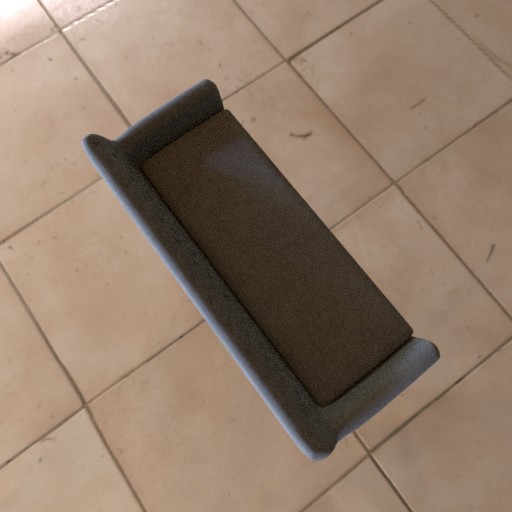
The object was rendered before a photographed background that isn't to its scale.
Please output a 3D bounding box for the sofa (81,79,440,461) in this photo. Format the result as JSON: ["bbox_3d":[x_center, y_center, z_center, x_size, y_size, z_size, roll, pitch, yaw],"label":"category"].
[{"bbox_3d":[0.000,0.000,2.429,0.830,0.830,1.970,-36,78,-9],"label":"sofa"}]
